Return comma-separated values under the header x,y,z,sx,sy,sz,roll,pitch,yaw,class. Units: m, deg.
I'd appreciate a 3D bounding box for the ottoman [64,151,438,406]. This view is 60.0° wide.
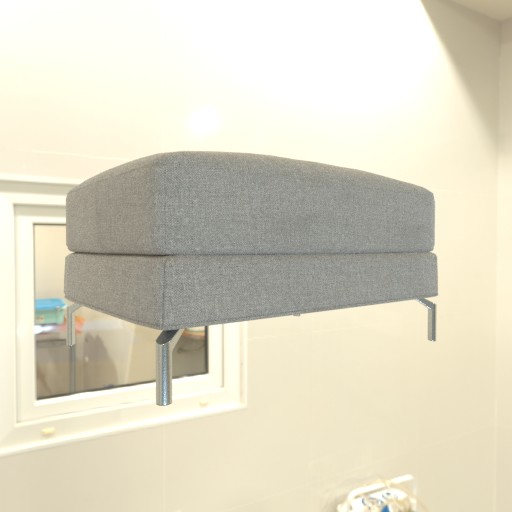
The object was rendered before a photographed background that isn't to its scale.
x,y,z,sx,sy,sz,roll,pitch,yaw,class
0.000,0.000,1.163,0.838,0.457,0.584,-1,2,-38,ottoman
